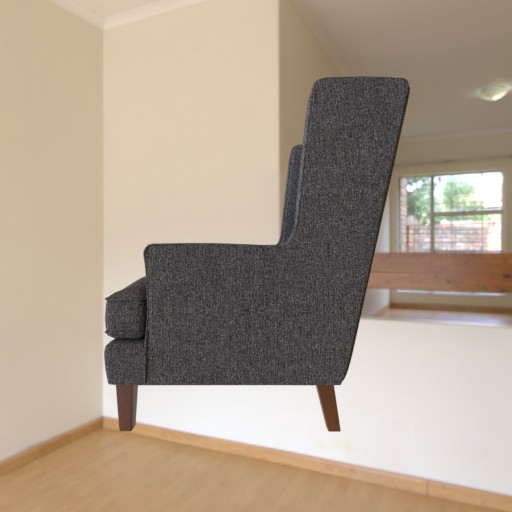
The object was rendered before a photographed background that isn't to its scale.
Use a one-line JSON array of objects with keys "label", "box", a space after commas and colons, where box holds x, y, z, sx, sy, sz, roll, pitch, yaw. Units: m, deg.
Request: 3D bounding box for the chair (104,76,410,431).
[{"label": "chair", "box": [0.000, 0.000, 1.784, 0.927, 1.082, 0.942, 0, 1, 0]}]
